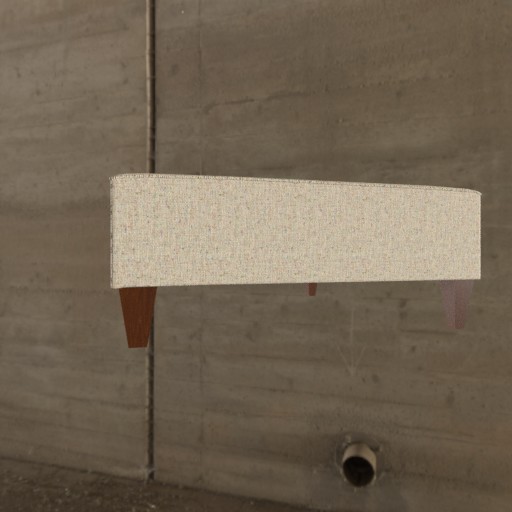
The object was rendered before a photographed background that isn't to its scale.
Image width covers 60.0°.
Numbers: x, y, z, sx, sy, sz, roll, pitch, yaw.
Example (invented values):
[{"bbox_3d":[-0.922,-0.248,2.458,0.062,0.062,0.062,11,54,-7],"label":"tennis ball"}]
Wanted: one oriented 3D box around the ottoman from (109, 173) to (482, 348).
[{"bbox_3d":[0.000,0.000,1.213,0.736,0.303,0.835,0,0,-16],"label":"ottoman"}]
